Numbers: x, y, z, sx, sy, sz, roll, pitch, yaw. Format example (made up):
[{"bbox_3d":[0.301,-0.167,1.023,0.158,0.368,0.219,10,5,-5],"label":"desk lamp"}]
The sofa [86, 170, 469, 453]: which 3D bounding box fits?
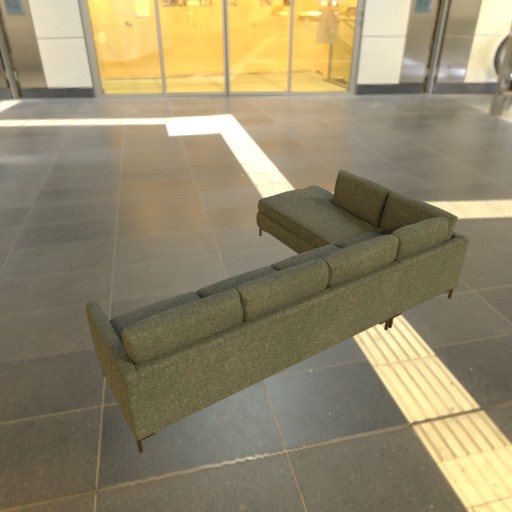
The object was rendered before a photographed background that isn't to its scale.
[{"bbox_3d":[0.000,0.000,3.769,2.949,0.815,2.007,-18,34,-28],"label":"sofa"}]
